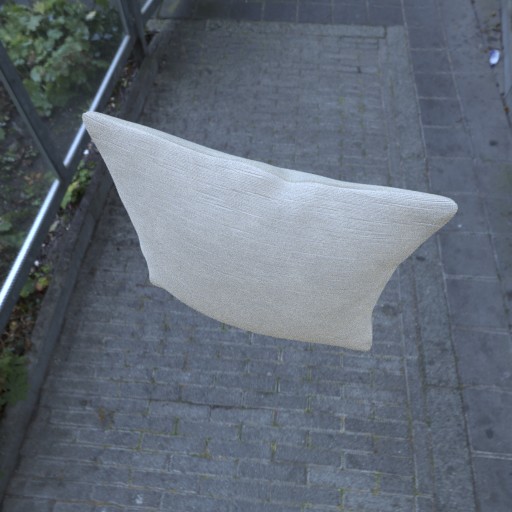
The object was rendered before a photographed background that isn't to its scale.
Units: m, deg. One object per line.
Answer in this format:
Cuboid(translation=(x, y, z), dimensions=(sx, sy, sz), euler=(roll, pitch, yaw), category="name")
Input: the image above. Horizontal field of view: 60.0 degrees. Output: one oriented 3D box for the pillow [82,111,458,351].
Cuboid(translation=(0.000, 0.000, 0.661), dimensions=(0.437, 0.420, 0.162), euler=(16, 59, 10), category="pillow")
